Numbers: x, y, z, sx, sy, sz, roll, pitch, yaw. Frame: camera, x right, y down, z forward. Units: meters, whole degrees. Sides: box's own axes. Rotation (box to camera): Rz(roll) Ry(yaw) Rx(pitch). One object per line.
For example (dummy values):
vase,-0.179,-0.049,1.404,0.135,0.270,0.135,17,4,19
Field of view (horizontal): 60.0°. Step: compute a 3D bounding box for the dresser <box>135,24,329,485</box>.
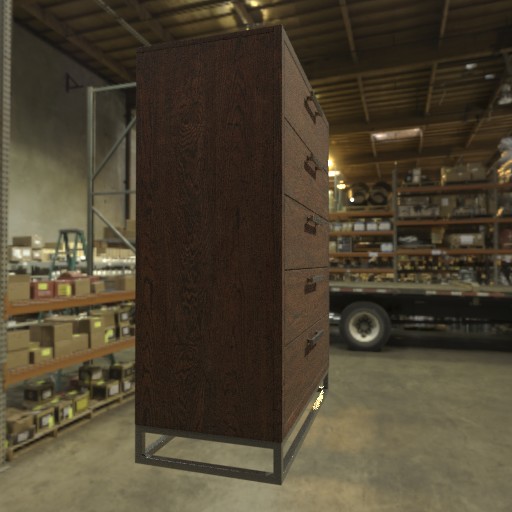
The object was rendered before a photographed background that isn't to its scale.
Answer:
dresser,0.000,0.000,1.795,0.508,1.321,0.965,0,-1,17
